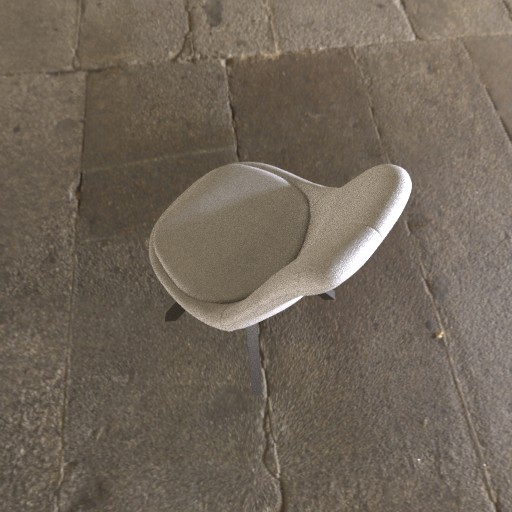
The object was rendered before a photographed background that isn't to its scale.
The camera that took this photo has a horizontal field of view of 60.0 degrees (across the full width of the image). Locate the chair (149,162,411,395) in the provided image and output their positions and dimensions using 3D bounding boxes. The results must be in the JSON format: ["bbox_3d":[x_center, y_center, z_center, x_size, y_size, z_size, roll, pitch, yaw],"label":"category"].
[{"bbox_3d":[0.000,0.000,1.193,0.550,0.850,0.485,35,69,16],"label":"chair"}]
